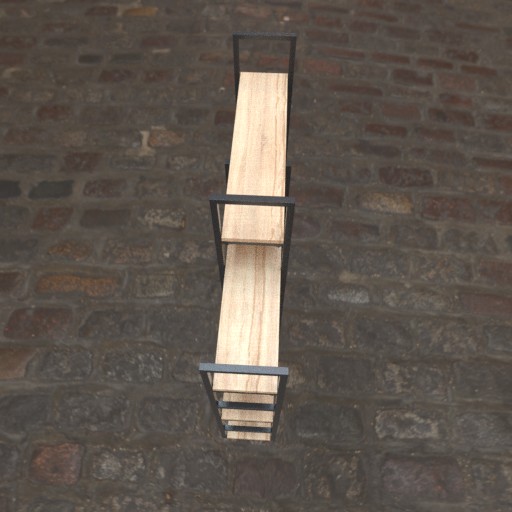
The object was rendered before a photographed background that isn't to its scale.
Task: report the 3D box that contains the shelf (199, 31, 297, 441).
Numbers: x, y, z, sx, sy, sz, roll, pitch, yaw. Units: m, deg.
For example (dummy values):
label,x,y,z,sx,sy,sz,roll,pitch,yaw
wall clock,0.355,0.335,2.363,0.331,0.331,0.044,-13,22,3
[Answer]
label,x,y,z,sx,sy,sz,roll,pitch,yaw
shelf,0.000,0.000,1.409,0.183,0.921,0.946,3,58,2
